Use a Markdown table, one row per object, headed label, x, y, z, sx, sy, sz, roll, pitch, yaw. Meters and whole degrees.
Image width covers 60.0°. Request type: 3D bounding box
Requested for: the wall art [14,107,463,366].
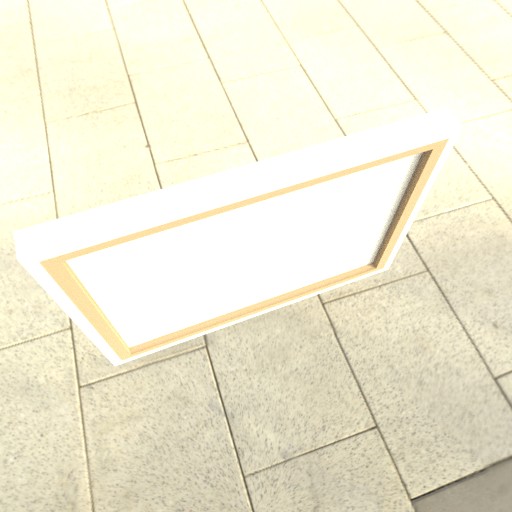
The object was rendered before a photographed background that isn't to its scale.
| label | x | y | z | sx | sy | sz | roll | pitch | yaw |
| --- | --- | --- | --- | --- | --- | --- | --- | --- | --- |
| wall art | 0.000 | 0.000 | 0.756 | 0.608 | 0.414 | 0.042 | -18 | 61 | -11 |
